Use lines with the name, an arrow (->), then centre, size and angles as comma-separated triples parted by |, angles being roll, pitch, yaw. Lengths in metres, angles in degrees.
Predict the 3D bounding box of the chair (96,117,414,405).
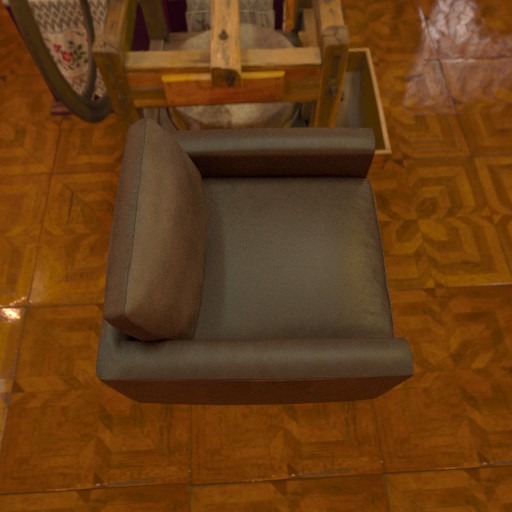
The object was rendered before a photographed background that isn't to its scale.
chair -> 0.000, 0.000, 1.813 | 1.069, 0.812, 1.100 | -1, 64, 0
